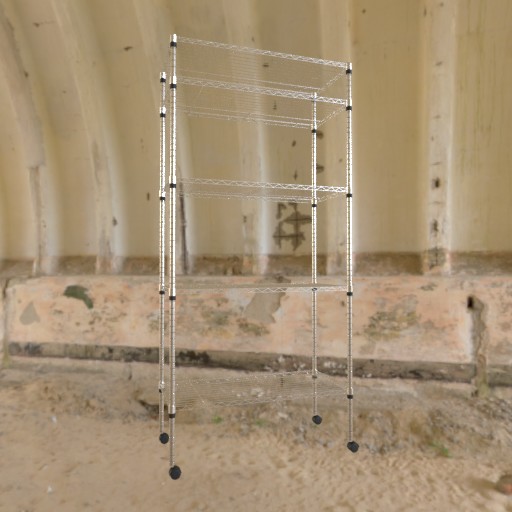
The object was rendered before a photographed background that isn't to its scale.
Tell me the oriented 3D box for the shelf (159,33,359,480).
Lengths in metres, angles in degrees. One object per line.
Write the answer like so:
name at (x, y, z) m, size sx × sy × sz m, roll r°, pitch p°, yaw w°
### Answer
shelf at (0.000, 0.000, 1.856) m, size 0.762 × 1.587 × 0.356 m, roll 0°, pitch -1°, yaw -18°
